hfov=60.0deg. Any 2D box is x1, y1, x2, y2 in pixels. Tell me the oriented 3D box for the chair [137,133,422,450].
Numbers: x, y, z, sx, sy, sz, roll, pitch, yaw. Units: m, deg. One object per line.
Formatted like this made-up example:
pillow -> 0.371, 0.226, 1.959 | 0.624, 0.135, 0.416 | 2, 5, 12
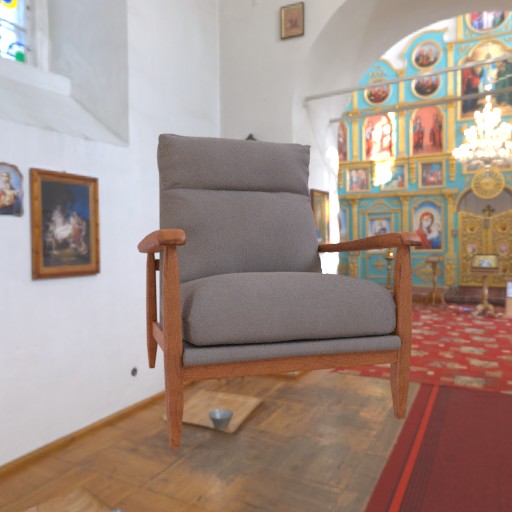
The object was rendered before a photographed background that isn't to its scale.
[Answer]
chair -> 0.000, 0.000, 1.516 | 0.782, 0.922, 0.816 | 0, 1, -17
